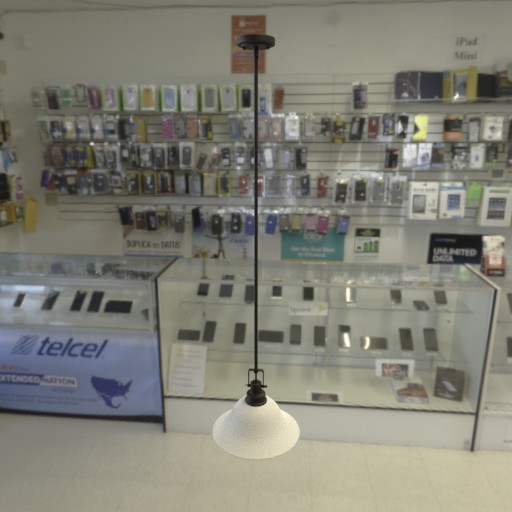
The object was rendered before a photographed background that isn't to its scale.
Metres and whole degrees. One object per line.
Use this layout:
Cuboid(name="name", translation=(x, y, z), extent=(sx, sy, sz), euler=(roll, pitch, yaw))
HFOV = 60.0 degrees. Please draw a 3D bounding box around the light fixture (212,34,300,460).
Cuboid(name="light fixture", translation=(0.000, 0.000, 1.485), extent=(0.324, 1.337, 0.324), euler=(2, 14, 7))
